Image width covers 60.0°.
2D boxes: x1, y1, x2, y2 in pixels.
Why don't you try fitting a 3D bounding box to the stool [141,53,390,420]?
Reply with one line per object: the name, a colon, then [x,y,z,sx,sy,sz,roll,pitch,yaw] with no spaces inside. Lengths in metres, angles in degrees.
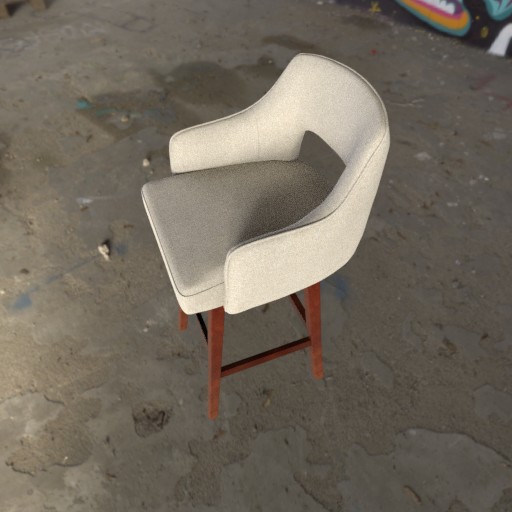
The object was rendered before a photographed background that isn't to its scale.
stool: [0.000,0.000,1.361,0.560,1.041,0.550,-16,48,-15]
